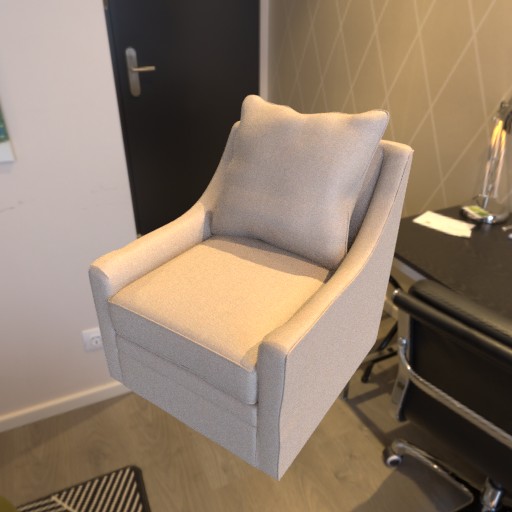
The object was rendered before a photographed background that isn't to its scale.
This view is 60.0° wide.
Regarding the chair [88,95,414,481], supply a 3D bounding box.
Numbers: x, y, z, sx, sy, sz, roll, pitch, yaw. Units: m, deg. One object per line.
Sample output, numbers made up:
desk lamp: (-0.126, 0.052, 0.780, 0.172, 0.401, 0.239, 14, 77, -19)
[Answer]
chair: (0.000, 0.000, 1.565, 0.760, 0.942, 0.876, 19, 34, 30)
